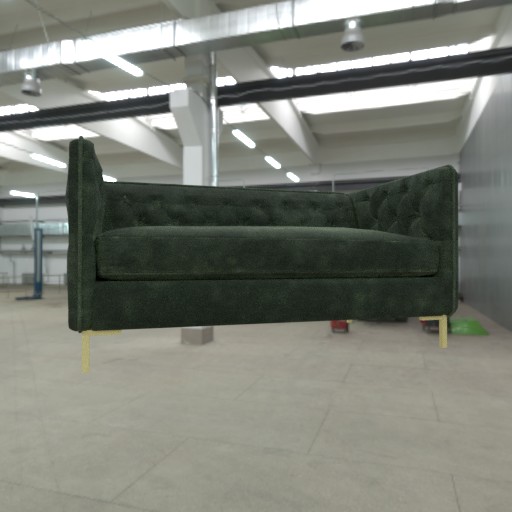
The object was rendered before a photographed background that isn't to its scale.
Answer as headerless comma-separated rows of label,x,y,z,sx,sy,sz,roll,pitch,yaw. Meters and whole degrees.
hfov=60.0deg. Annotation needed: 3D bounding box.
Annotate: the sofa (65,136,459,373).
sofa,0.000,0.000,2.031,1.537,0.768,0.895,0,-1,-17
